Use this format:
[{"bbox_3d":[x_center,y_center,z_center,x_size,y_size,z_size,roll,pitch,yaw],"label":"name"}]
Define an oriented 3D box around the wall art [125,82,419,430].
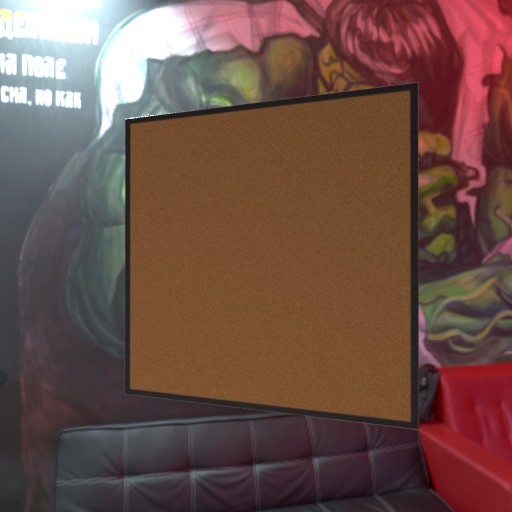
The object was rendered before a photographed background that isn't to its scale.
[{"bbox_3d":[0.000,0.000,1.169,0.805,0.803,0.022,0,0,20],"label":"wall art"}]
